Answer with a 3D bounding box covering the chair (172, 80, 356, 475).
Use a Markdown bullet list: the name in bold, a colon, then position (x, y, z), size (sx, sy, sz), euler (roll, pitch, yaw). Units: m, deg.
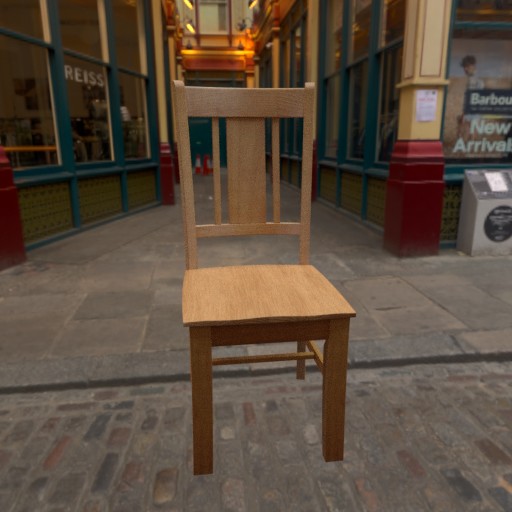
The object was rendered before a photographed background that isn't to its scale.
- **chair**: position (0.000, 0.000, 1.277), size (0.450, 0.998, 0.556), euler (-2, 15, -8)
